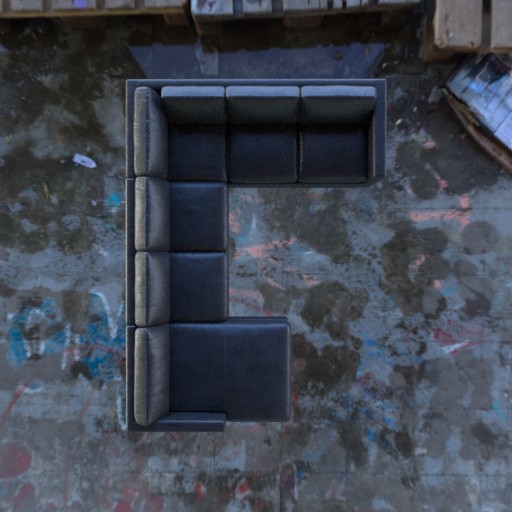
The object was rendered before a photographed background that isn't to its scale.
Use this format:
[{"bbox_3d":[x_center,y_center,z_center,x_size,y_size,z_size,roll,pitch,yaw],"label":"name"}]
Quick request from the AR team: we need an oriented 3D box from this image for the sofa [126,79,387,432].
[{"bbox_3d":[0.000,0.000,4.448,2.452,0.891,3.324,0,90,0],"label":"sofa"}]
